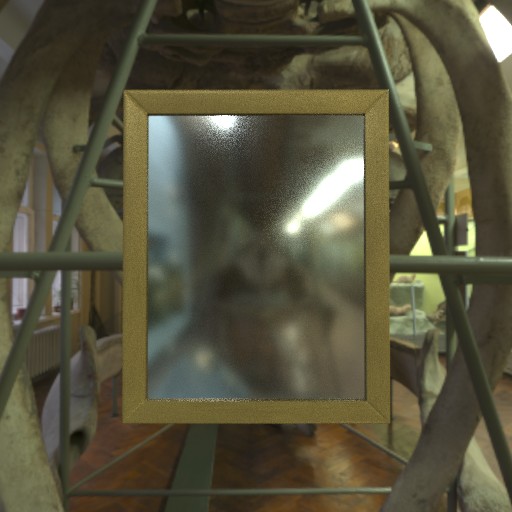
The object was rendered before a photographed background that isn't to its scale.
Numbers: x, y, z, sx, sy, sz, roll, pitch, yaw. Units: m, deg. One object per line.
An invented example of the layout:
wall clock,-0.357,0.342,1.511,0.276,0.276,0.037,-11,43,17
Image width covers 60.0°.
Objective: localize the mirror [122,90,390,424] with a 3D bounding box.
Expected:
mirror,0.000,0.000,0.694,0.405,0.508,0.041,0,-1,0
